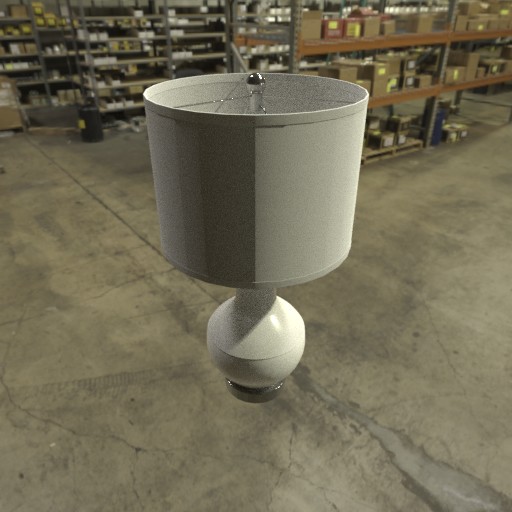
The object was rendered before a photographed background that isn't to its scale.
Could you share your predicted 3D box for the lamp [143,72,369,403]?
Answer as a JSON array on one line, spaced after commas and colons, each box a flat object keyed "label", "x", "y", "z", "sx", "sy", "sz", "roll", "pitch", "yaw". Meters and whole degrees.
[{"label": "lamp", "x": 0.000, "y": 0.000, "z": 0.871, "sx": 0.357, "sy": 0.673, "sz": 0.357, "roll": -22, "pitch": 37, "yaw": -32}]
